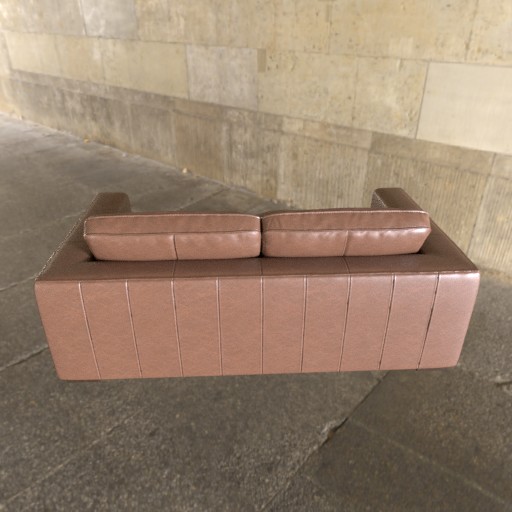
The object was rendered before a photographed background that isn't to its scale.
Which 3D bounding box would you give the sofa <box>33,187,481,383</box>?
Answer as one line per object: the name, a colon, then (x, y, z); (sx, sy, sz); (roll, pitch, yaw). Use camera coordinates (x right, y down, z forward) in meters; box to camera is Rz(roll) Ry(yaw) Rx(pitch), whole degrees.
sofa: (0.000, 0.000, 2.396); (1.920, 0.800, 1.070); (-1, 29, -2)
